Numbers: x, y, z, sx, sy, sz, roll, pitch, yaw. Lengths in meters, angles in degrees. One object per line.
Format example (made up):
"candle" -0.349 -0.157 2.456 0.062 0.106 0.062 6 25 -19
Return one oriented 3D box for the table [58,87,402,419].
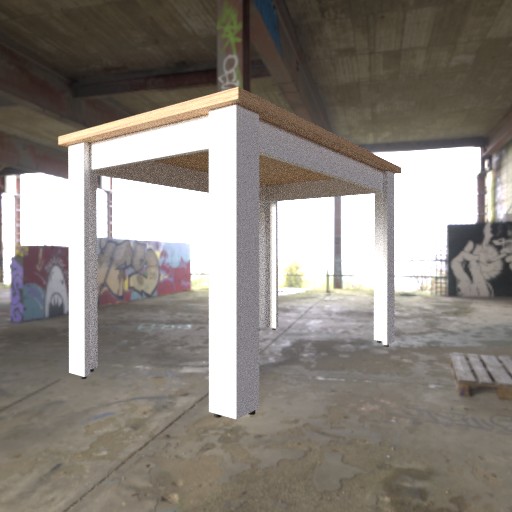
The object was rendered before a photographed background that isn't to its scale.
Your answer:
"table" 0.000 0.000 1.600 0.700 0.734 1.100 0 1 36
